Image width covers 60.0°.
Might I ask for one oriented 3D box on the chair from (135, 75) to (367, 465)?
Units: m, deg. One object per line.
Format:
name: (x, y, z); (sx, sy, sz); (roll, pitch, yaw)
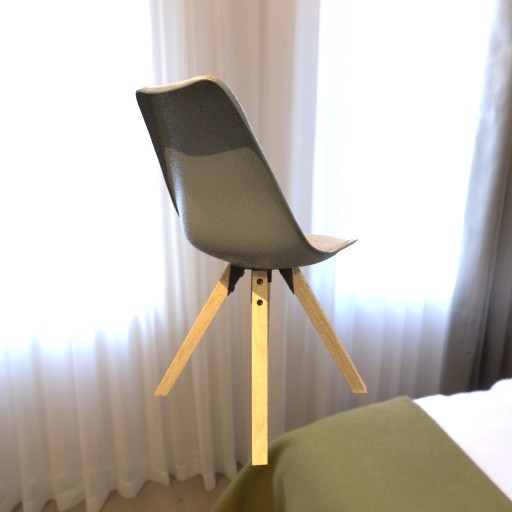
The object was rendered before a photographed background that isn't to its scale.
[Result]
chair: (0.000, 0.000, 1.209); (0.550, 0.850, 0.485); (-13, 19, -43)
